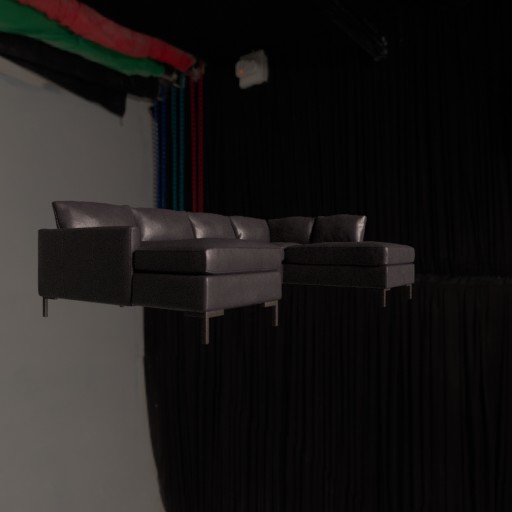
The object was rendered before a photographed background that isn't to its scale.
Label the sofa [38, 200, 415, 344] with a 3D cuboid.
[{"bbox_3d":[0.000,0.000,3.941,1.939,0.900,2.956,1,1,36],"label":"sofa"}]
